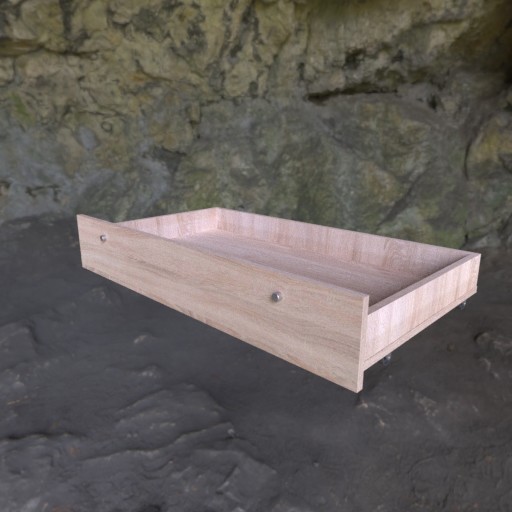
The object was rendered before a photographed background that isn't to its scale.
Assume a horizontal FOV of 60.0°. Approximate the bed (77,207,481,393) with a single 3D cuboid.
[{"bbox_3d":[0.000,0.000,1.478,1.200,0.209,0.685,15,22,42],"label":"bed"}]
